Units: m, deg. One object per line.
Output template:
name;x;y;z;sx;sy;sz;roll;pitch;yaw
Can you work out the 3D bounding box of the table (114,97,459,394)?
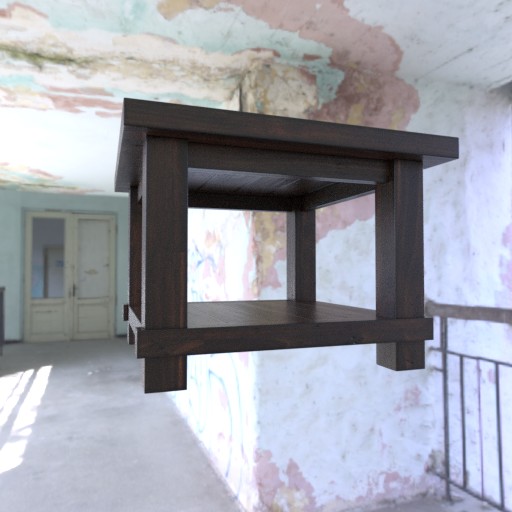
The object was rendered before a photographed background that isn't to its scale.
table;0.000;0.000;1.010;0.606;0.437;0.593;1;-2;-19
